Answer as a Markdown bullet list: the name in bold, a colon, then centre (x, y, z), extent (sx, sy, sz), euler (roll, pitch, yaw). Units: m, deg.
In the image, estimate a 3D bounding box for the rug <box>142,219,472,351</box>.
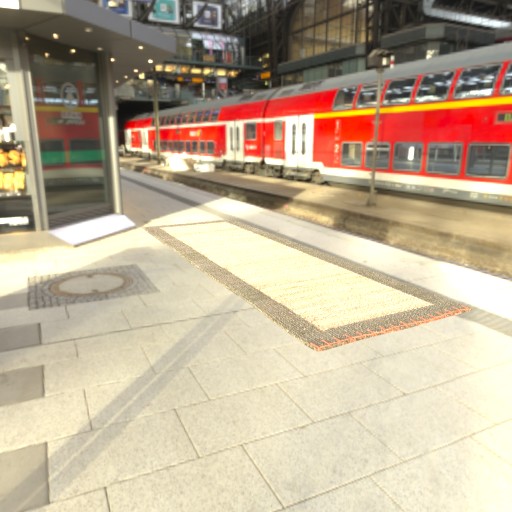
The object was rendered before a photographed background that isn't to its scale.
- **rug**: centre (0.000, 0.000, 2.718), extent (0.810, 0.016, 2.413), euler (-8, 17, -27)
